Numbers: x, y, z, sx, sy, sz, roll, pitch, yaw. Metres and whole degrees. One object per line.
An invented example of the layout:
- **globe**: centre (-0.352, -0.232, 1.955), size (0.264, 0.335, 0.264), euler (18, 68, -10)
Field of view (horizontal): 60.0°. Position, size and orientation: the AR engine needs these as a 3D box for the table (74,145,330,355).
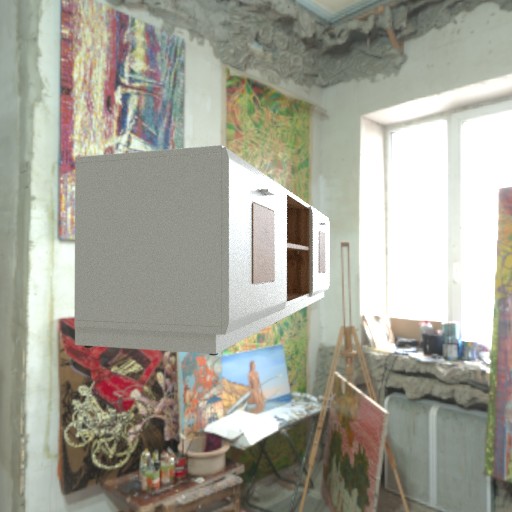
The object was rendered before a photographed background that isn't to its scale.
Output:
- **table**: centre (0.000, 0.000, 1.704), size (0.400, 0.440, 1.550), euler (0, -1, 17)
